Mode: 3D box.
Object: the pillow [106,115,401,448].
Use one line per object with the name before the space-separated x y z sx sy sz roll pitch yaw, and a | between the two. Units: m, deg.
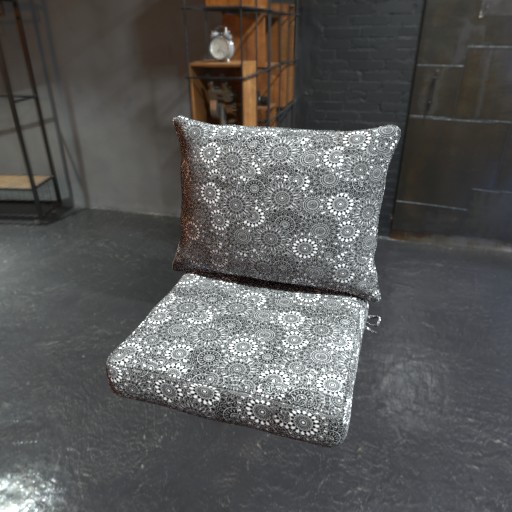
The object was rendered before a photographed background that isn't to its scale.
pillow | 0.000 0.000 1.363 0.798 0.722 0.740 8 28 15
